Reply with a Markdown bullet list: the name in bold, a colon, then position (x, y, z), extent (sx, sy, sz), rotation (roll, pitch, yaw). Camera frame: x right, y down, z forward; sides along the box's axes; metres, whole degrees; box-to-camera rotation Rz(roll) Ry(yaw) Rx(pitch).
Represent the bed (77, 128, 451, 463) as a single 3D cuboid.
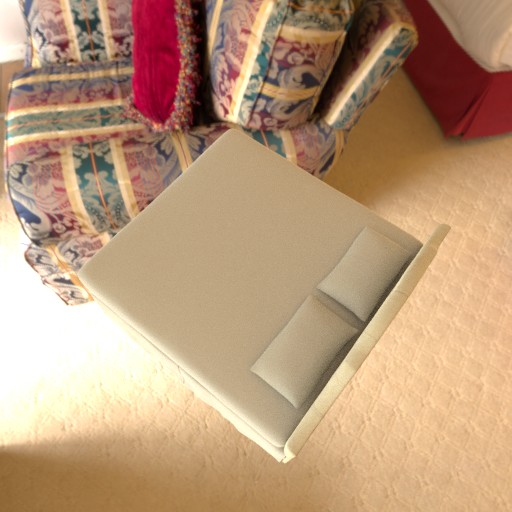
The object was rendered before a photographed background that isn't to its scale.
- **bed**: position (0.000, 0.000, 3.364), extent (2.086, 1.555, 2.012), rotation (35, 68, 16)
